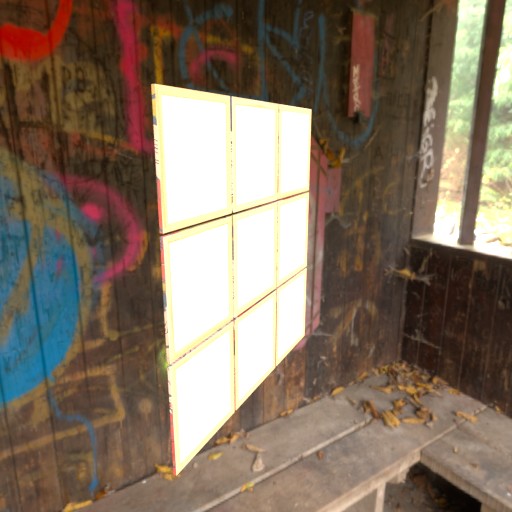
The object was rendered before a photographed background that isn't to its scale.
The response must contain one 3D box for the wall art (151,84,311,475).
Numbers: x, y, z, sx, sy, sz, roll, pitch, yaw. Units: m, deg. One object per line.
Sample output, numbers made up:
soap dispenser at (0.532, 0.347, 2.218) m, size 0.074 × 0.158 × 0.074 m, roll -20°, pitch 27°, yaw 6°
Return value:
wall art at (0.000, 0.000, 1.836) m, size 0.013 × 1.218 × 1.206 m, roll 7°, pitch 17°, yaw 26°
